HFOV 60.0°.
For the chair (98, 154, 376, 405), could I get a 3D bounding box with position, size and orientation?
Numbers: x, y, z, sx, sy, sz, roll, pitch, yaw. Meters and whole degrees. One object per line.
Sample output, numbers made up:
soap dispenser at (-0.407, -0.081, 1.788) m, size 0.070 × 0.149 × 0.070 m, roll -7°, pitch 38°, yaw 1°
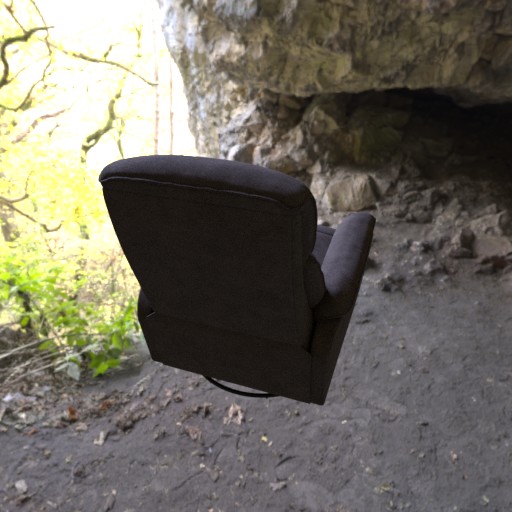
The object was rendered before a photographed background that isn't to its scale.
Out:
chair at (0.000, 0.000, 1.734) m, size 0.830 × 1.036 × 1.009 m, roll 10°, pitch 32°, yaw 16°
